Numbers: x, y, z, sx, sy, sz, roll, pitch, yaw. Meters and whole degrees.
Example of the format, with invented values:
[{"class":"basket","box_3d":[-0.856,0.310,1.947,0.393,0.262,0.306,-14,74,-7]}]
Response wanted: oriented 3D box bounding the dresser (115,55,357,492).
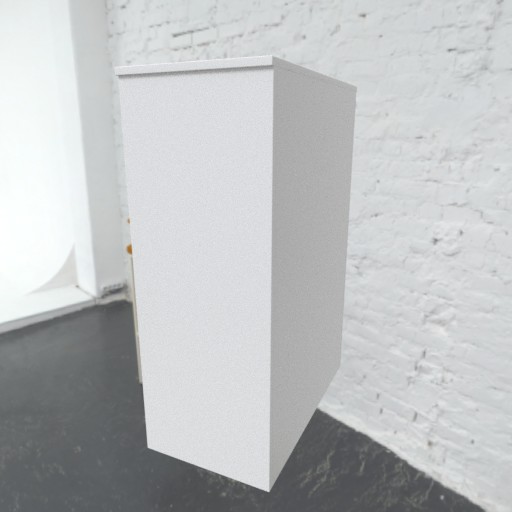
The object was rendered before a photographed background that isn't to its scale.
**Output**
[{"class":"dresser","box_3d":[0.000,0.000,1.367,0.401,1.021,0.704,7,18,24]}]
